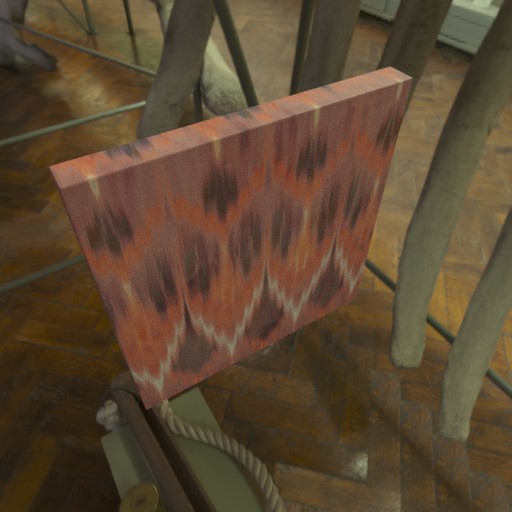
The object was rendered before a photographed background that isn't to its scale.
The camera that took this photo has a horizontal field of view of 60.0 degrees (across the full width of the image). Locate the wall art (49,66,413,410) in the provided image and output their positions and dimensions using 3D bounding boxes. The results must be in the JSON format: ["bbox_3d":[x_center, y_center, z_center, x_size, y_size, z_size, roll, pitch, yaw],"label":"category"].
[{"bbox_3d":[0.000,0.000,0.595,0.403,0.406,0.038,-24,50,-21],"label":"wall art"}]
